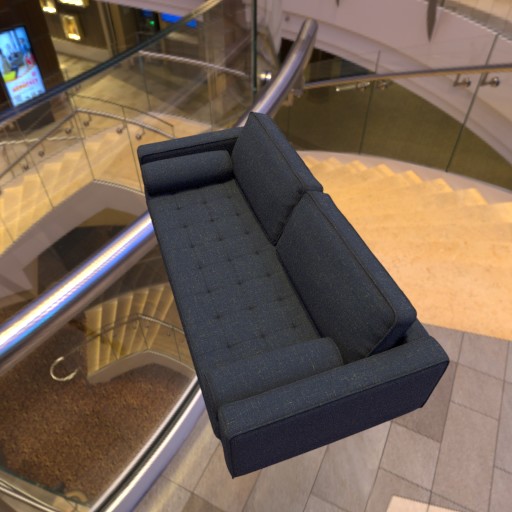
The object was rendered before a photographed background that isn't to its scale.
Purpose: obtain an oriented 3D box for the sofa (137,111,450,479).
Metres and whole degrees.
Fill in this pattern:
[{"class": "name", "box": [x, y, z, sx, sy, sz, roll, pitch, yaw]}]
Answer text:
[{"class": "sofa", "box": [0.000, 0.000, 2.304, 0.914, 0.762, 1.880, -15, 48, -14]}]
